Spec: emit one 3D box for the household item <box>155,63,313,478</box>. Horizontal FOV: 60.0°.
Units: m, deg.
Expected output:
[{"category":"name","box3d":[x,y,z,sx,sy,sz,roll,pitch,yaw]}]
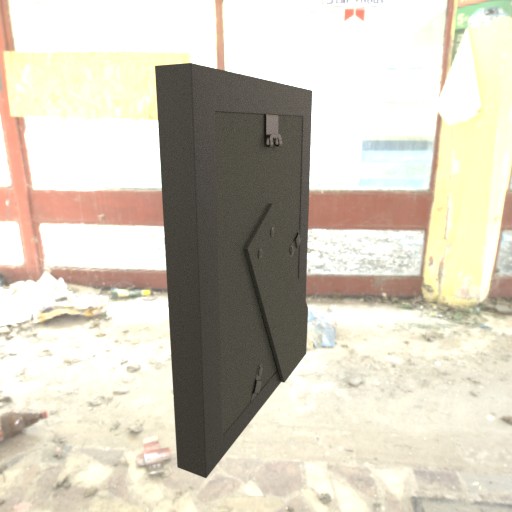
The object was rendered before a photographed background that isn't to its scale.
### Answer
[{"category":"household item","box3d":[0.000,0.000,0.240,0.022,0.178,0.133,7,18,25]}]
